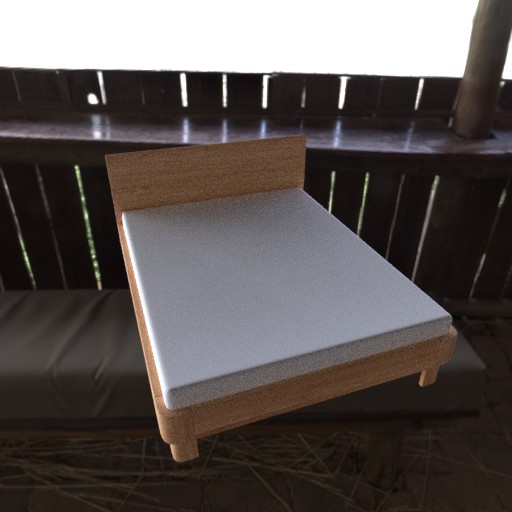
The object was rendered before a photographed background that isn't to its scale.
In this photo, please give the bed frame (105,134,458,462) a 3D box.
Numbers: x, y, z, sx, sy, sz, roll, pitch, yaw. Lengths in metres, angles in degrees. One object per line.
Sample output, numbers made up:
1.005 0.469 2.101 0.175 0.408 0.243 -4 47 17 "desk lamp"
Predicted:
0.000 0.000 2.979 1.660 0.940 2.092 -11 32 -17 "bed frame"
